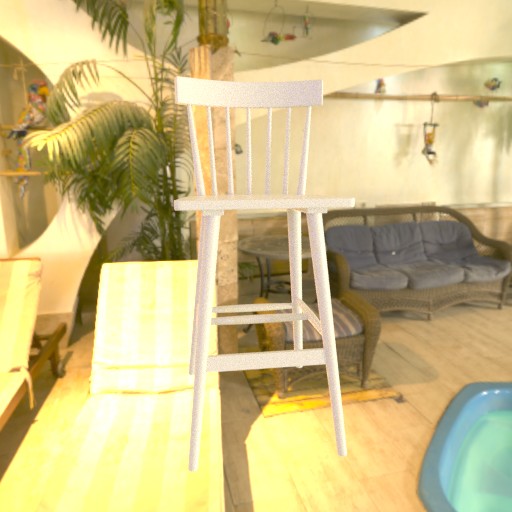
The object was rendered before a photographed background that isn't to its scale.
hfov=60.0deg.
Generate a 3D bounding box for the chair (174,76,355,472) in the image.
[{"bbox_3d":[0.000,0.000,1.409,0.483,1.092,0.572,-2,14,-8],"label":"chair"}]
